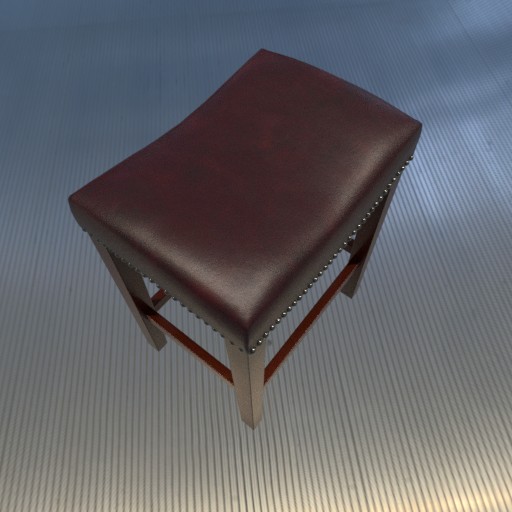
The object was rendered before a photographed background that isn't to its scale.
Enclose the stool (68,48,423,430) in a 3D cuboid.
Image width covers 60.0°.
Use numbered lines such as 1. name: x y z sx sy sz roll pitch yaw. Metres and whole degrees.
1. stool: 0.000 0.000 0.978 0.372 0.657 0.504 34 64 19
